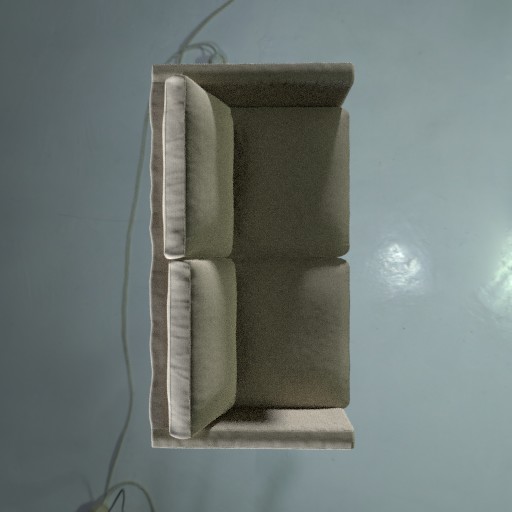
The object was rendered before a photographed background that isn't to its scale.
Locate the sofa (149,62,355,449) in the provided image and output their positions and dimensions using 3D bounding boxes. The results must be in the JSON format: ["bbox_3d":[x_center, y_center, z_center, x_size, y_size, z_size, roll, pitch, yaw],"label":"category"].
[{"bbox_3d":[0.000,0.000,2.269,0.956,0.828,1.766,0,90,1],"label":"sofa"}]
